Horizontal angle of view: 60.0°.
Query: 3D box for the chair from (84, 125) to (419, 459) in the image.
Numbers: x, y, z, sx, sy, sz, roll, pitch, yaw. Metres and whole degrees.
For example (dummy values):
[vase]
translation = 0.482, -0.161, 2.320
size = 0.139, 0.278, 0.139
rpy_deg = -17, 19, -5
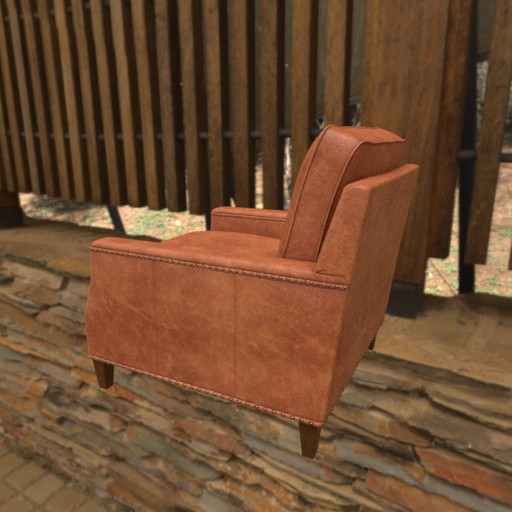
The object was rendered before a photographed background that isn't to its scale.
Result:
[chair]
translation = 0.000, 0.000, 1.685
size = 1.014, 0.943, 0.853
rpy_deg = 8, 17, 26
